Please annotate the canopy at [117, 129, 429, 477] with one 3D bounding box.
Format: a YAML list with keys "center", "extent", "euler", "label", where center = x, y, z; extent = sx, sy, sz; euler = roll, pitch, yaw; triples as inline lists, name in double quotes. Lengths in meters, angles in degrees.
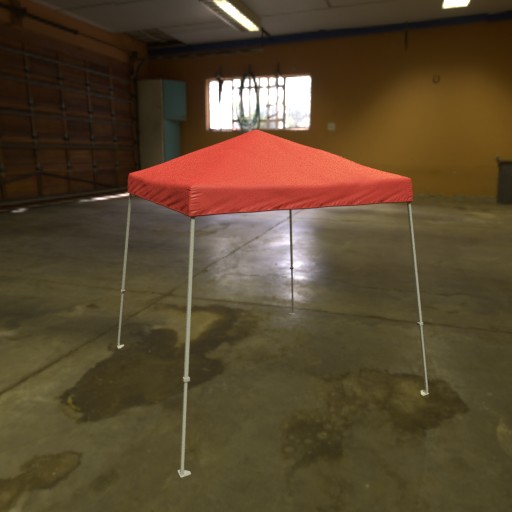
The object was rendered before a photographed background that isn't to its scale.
- center: [0.000, 0.000, 5.186]
  extent: [2.848, 2.849, 2.849]
  euler: [-7, 15, -26]
  label: "canopy"
